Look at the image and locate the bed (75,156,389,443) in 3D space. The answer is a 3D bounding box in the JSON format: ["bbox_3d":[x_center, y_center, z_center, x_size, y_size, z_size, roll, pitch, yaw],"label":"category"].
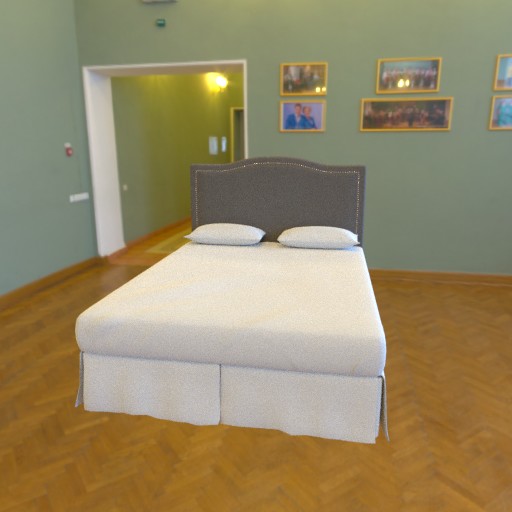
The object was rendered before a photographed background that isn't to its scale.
[{"bbox_3d":[0.000,0.000,3.372,1.821,1.436,2.282,2,14,10],"label":"bed"}]
